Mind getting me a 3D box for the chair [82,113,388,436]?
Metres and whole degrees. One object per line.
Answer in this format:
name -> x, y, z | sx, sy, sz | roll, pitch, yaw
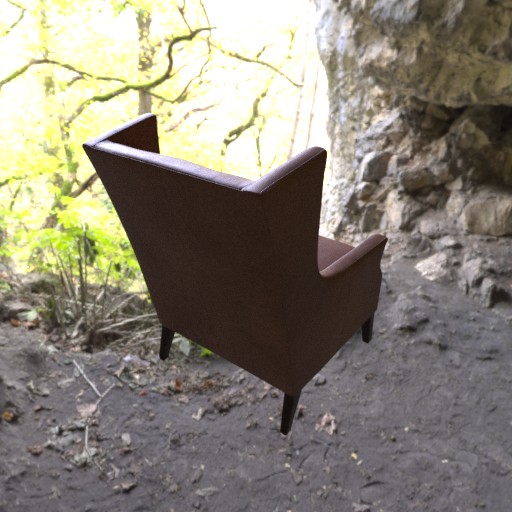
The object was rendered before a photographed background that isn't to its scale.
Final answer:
chair -> 0.000, 0.000, 1.780 | 0.815, 1.088, 0.913 | 21, 36, 31
